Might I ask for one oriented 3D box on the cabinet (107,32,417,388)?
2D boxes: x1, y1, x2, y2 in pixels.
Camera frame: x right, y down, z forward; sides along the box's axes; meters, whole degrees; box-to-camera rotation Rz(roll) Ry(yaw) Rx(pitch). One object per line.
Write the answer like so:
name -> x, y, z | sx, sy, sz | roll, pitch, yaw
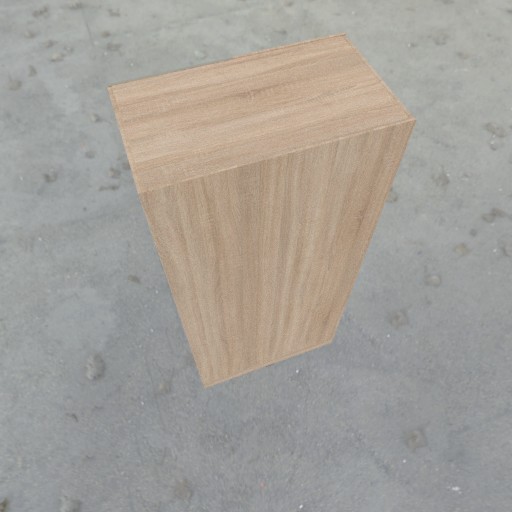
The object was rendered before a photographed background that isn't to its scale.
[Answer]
cabinet -> 0.000, 0.000, 2.515 | 1.001, 2.121, 0.590 | -17, 59, -11
